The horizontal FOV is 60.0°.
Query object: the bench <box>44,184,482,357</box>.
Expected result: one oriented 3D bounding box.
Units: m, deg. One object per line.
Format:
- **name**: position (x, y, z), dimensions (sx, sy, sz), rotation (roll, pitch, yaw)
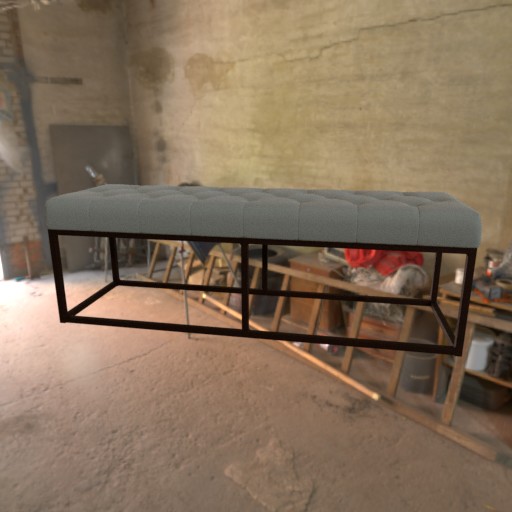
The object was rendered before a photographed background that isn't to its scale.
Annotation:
- **bench**: position (0.000, 0.000, 1.731), dimensions (1.488, 0.488, 0.479), rotation (3, 16, 10)
